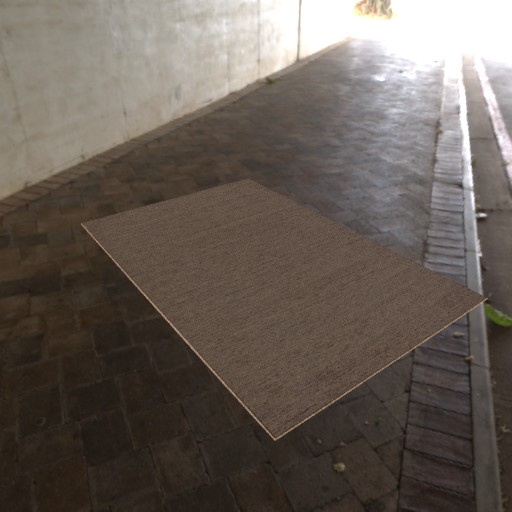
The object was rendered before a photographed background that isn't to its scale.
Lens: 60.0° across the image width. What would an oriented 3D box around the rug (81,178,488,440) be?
[{"bbox_3d":[0.000,0.000,2.310,1.225,0.013,1.840,-21,37,-31],"label":"rug"}]
